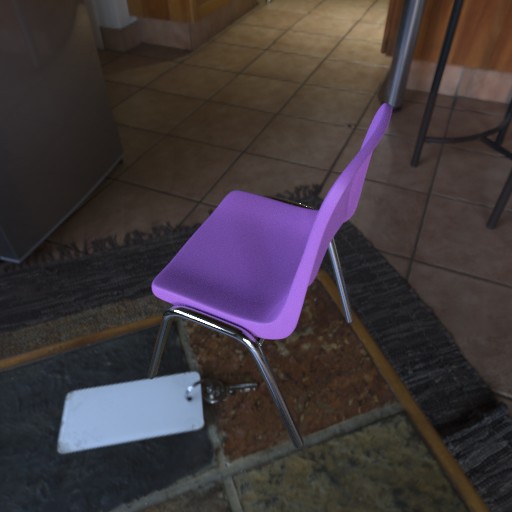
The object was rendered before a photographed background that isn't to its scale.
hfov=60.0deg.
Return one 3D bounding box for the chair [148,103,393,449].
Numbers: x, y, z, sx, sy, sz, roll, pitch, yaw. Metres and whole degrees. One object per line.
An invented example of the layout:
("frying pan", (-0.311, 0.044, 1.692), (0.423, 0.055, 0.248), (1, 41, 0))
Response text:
("chair", (0.000, 0.000, 0.675), (0.301, 0.493, 0.291), (19, 48, 18))
